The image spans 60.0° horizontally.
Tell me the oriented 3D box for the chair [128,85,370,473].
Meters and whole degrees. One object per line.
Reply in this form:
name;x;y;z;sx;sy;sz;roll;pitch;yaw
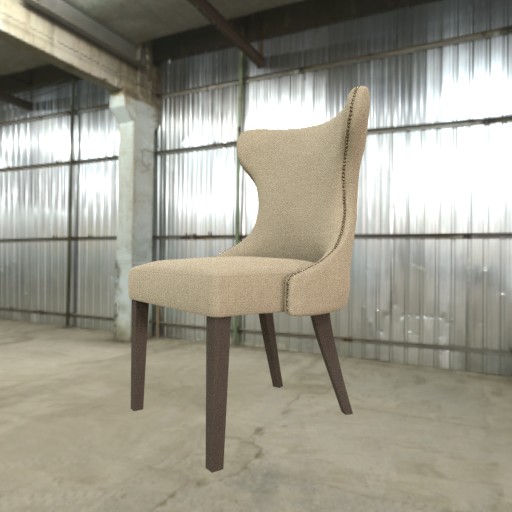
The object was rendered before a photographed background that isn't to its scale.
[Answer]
chair;0.000;0.000;1.375;0.635;0.967;0.628;0;0;-36
